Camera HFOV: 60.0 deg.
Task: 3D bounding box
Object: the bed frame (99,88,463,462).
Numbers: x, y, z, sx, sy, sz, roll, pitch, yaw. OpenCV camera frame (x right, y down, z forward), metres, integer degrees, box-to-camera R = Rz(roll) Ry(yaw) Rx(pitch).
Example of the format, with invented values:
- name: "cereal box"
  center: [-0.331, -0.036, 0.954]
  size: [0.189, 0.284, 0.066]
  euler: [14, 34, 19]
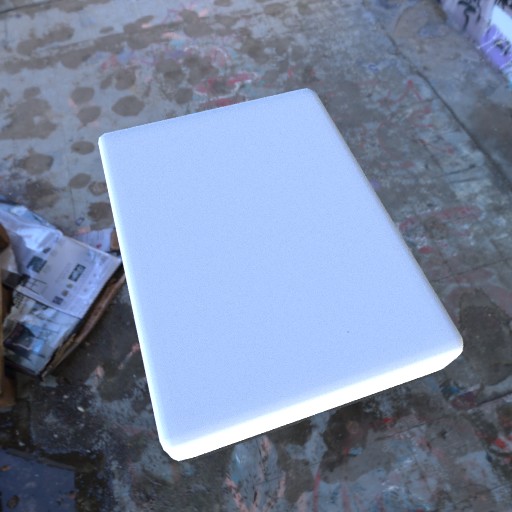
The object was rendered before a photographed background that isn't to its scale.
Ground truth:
- name: "bed frame"
  center: [0.000, 0.000, 2.795]
  size: [1.528, 0.677, 2.037]
  euler: [-16, 61, -9]
